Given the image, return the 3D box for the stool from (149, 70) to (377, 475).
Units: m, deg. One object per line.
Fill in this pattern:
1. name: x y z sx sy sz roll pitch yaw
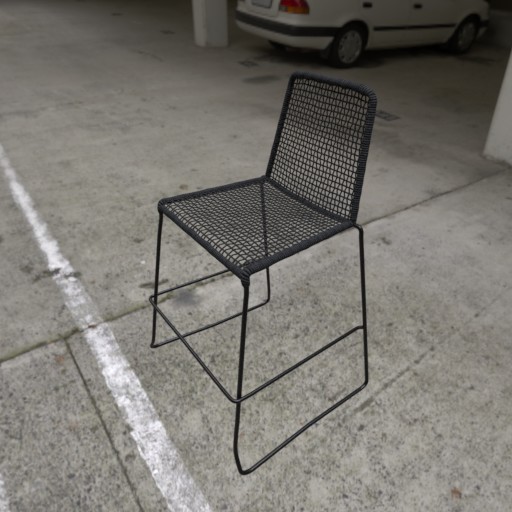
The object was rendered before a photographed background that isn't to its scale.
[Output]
1. stool: 0.000 0.000 1.248 0.509 0.905 0.590 -21 38 -29
